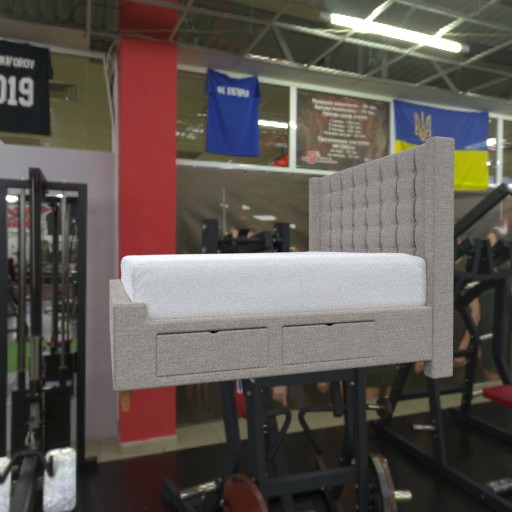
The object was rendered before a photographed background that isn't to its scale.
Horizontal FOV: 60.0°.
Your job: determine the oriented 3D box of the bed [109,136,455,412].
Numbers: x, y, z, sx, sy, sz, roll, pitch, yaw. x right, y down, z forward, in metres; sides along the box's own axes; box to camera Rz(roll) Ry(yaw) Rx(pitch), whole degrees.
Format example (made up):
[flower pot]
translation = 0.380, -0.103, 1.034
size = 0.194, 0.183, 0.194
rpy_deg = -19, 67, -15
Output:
[bed]
translation = 0.000, 0.000, 3.801
size = 2.372, 1.748, 2.044
rpy_deg = 0, 1, -19
